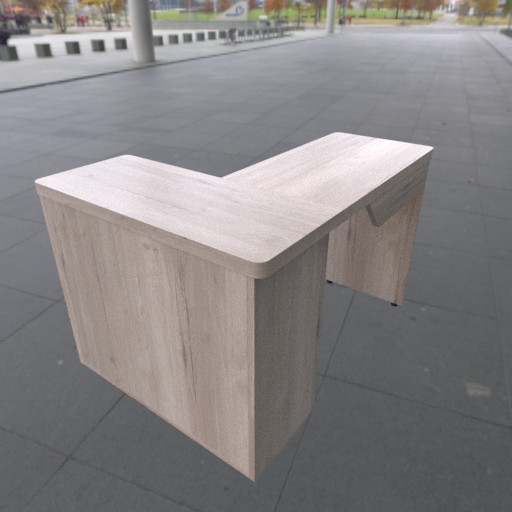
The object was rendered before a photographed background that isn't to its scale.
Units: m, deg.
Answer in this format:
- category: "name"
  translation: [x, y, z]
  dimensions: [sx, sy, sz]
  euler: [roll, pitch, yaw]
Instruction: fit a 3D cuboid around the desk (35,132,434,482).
- category: "desk"
  translation: [0.000, 0.000, 1.757]
  dimensions: [0.900, 0.760, 1.169]
  euler: [20, 34, 32]
